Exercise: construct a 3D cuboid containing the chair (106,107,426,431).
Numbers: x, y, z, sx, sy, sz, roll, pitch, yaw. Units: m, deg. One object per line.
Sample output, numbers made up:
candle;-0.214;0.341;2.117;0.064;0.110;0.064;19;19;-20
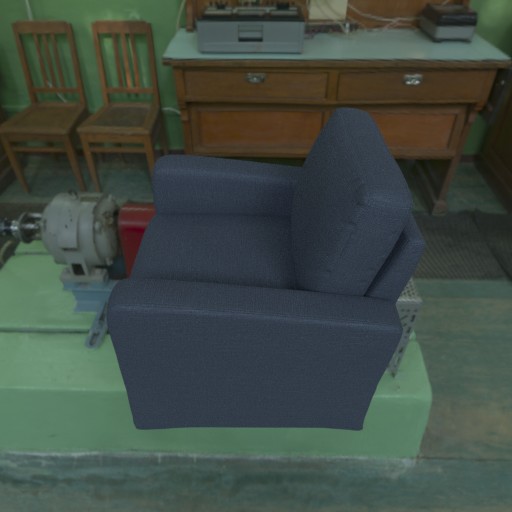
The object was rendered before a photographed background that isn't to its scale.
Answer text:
chair;0.000;0.000;1.492;0.863;0.855;0.798;0;41;0
